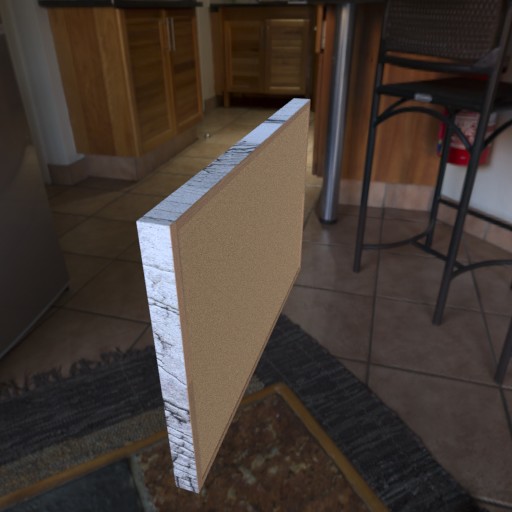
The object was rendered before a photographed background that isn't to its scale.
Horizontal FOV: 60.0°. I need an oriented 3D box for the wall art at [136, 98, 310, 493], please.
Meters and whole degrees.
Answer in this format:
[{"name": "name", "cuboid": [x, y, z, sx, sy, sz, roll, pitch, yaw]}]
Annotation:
[{"name": "wall art", "cuboid": [0.000, 0.000, 0.760, 0.035, 0.407, 0.613, 9, 31, 15]}]
